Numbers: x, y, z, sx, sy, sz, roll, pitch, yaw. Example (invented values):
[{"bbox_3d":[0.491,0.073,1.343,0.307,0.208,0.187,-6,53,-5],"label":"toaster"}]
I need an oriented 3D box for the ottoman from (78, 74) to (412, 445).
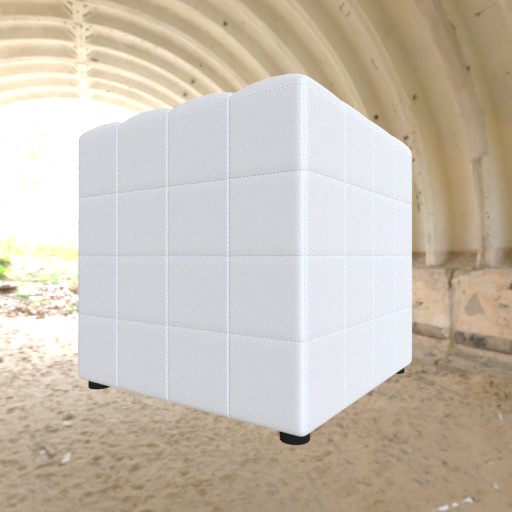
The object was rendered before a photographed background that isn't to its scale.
[{"bbox_3d":[0.000,0.000,0.781,0.425,0.432,0.425,0,0,35],"label":"ottoman"}]
